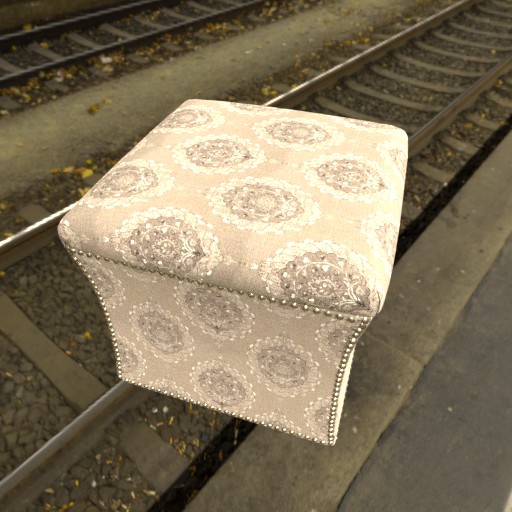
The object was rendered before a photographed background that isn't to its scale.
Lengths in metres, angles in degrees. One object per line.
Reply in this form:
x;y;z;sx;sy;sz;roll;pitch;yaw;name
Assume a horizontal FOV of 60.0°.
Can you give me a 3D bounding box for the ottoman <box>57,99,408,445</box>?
0.000;0.000;0.910;0.507;0.473;0.497;13;44;13;ottoman
